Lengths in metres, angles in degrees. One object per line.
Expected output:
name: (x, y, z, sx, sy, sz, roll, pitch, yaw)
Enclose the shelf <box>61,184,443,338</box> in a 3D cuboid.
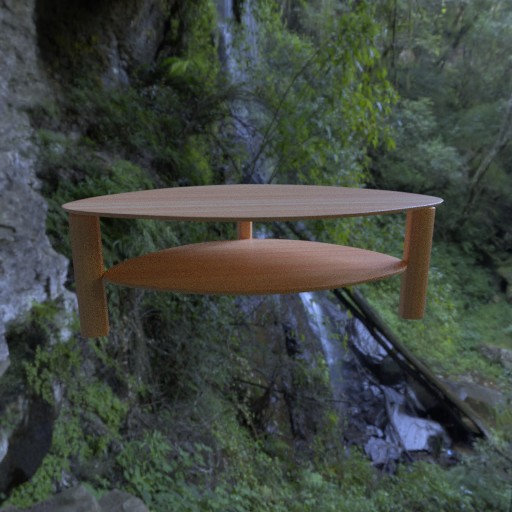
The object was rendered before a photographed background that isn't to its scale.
shelf: (0.000, 0.000, 1.631, 1.246, 0.440, 0.845, -2, 15, -8)
